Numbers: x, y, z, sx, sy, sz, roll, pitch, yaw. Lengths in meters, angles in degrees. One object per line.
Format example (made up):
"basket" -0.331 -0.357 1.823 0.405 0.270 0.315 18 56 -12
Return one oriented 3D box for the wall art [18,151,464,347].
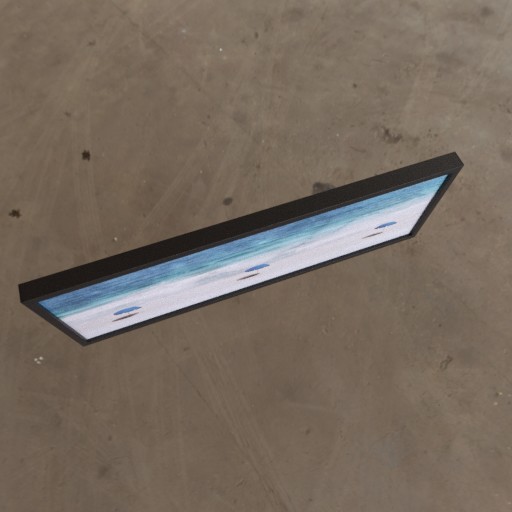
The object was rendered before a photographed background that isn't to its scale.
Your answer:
"wall art" 0.000 0.000 0.958 0.860 0.303 0.037 -18 66 -8
